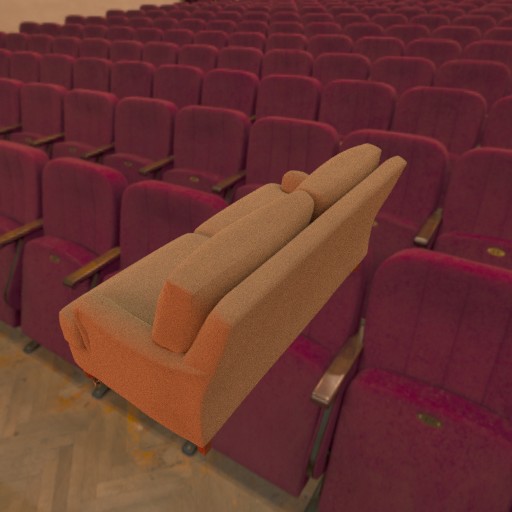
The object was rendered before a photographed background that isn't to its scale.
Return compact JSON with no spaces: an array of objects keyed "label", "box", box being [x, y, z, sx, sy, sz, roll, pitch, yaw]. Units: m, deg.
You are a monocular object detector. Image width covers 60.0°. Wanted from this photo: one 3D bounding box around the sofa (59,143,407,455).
[{"label":"sofa","box":[0.000,0.000,2.649,1.091,0.997,2.070,18,36,28]}]
